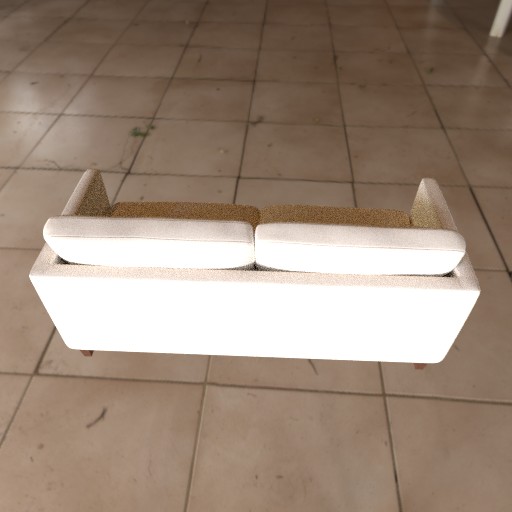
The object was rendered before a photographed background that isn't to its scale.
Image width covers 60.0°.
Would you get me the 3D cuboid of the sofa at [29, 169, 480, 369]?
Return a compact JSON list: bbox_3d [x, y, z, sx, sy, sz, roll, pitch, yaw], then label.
[{"bbox_3d":[0.000,0.000,2.554,2.139,0.933,0.924,2,45,2],"label":"sofa"}]
